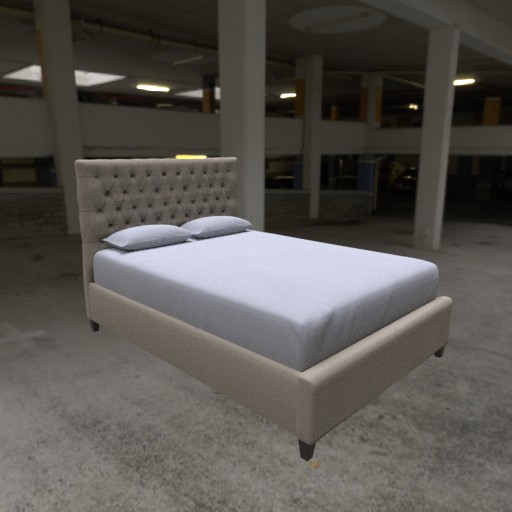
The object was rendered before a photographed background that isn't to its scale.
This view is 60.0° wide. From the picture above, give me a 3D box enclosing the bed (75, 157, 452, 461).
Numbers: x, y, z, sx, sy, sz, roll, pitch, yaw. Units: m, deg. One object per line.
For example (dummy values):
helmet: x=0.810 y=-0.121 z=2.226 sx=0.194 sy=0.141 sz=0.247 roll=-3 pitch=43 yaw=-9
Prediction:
bed: x=0.000 y=0.000 z=3.384 sx=2.387 sy=1.427 sz=1.698 roll=13 pitch=19 yaw=43
